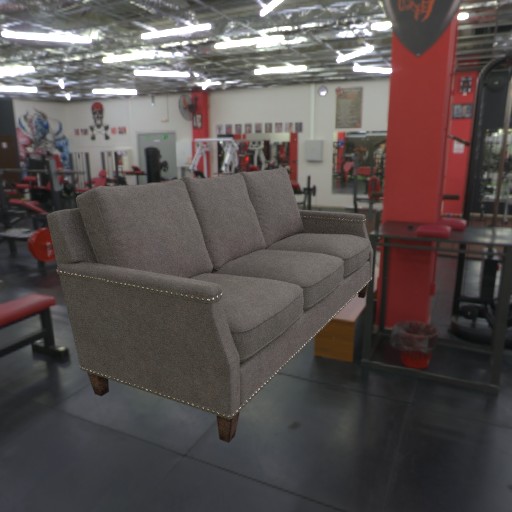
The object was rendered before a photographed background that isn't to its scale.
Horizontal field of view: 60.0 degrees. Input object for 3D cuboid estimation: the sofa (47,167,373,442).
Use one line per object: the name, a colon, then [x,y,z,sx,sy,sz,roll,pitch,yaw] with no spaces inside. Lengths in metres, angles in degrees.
sofa: [0.000,0.000,2.841,1.034,1.042,2.226,7,16,28]
